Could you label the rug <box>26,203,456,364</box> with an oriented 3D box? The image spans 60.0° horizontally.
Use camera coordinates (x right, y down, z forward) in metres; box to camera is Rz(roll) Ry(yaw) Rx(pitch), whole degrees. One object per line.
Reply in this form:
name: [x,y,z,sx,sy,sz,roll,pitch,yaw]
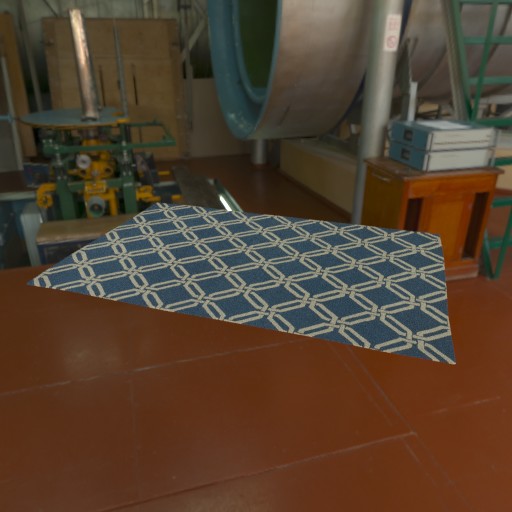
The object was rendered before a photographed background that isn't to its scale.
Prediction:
rug: [0.000,0.000,2.180,1.755,0.010,1.153,8,27,16]
